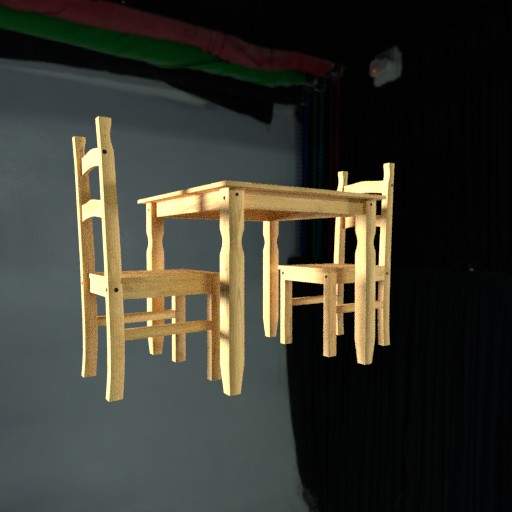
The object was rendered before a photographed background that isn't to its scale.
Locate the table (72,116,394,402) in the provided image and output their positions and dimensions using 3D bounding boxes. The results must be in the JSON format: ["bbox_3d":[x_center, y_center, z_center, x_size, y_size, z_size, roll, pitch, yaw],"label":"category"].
[{"bbox_3d":[0.000,0.000,2.029,1.501,0.942,0.813,-1,2,-35],"label":"table"}]
